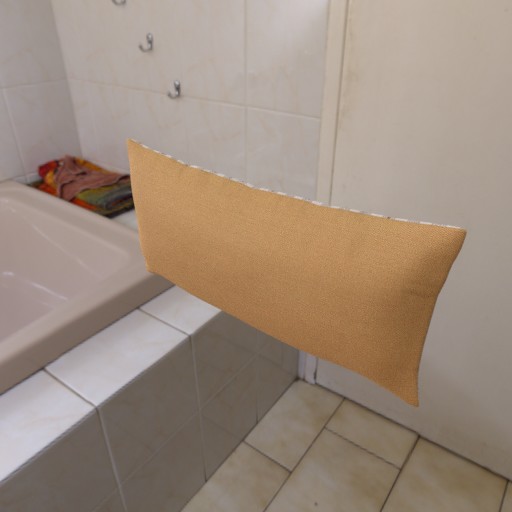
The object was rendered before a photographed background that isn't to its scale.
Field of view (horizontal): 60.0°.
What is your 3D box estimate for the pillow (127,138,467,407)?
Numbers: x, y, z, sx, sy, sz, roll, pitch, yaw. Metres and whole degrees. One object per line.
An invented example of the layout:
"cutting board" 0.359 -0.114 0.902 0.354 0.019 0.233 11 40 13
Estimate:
"pillow" 0.000 0.000 0.734 0.608 0.291 0.151 22 37 32
